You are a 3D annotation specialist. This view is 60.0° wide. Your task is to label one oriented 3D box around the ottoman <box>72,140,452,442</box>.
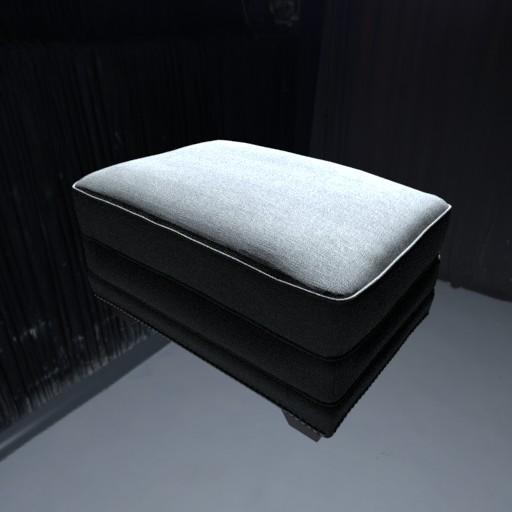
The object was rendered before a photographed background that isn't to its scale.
[{"bbox_3d":[0.000,0.000,1.159,0.813,0.457,0.561,22,35,34],"label":"ottoman"}]
